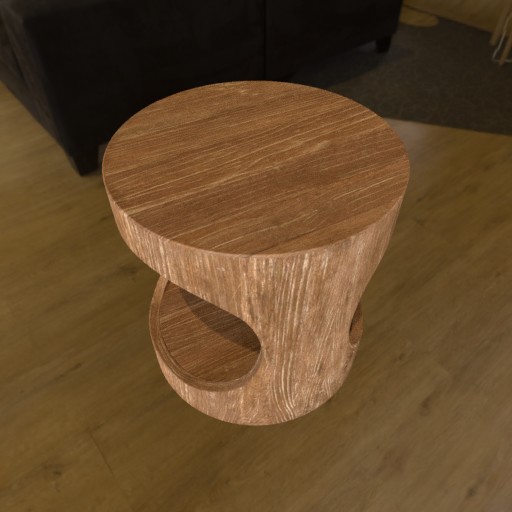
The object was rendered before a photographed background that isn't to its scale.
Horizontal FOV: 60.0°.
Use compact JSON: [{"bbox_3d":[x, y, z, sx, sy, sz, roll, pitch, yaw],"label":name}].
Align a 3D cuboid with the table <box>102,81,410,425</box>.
[{"bbox_3d":[0.000,0.000,0.978,0.527,0.551,0.527,0,46,0],"label":"table"}]
